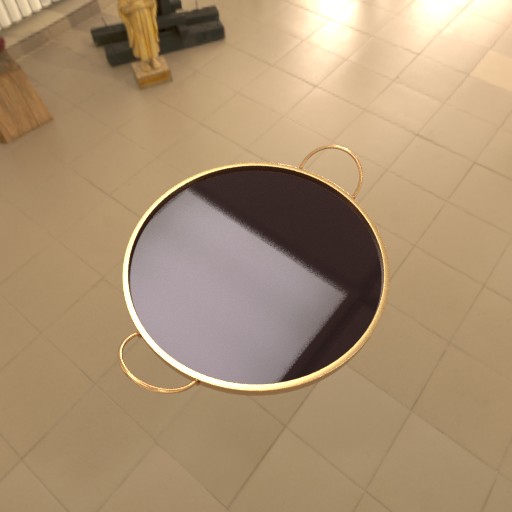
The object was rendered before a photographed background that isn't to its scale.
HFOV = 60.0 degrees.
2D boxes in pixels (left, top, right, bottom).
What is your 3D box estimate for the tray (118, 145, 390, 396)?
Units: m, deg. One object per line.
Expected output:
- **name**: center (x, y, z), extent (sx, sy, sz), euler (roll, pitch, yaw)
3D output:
- **tray**: center (0.000, 0.000, 0.730), extent (0.438, 0.069, 0.543), euler (33, 63, 19)
